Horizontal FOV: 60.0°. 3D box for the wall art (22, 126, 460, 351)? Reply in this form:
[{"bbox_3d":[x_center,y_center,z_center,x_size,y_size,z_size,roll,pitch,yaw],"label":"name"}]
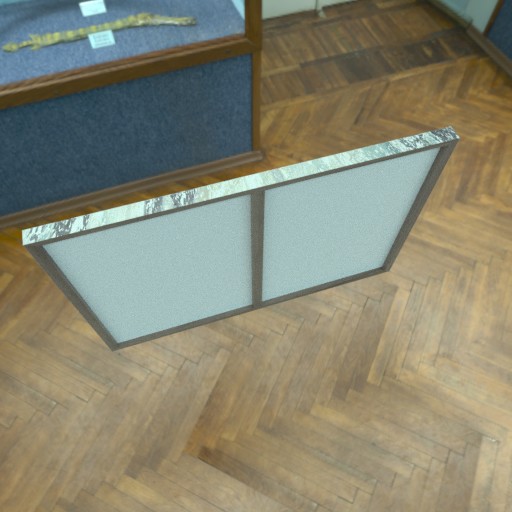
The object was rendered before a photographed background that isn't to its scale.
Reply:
[{"bbox_3d":[0.000,0.000,1.160,0.919,0.598,0.038,-15,60,-9],"label":"wall art"}]
